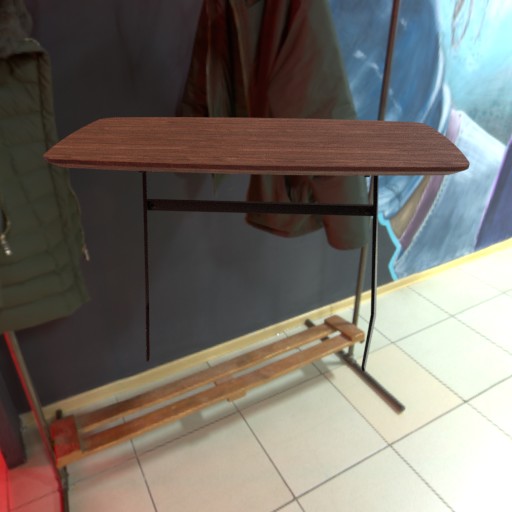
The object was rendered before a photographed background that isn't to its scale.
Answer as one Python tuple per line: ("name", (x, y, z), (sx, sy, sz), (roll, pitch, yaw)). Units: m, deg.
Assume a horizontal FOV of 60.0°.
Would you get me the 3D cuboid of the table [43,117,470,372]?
("table", (0.000, 0.000, 1.079), (0.804, 0.576, 0.361), (2, 30, 3))
